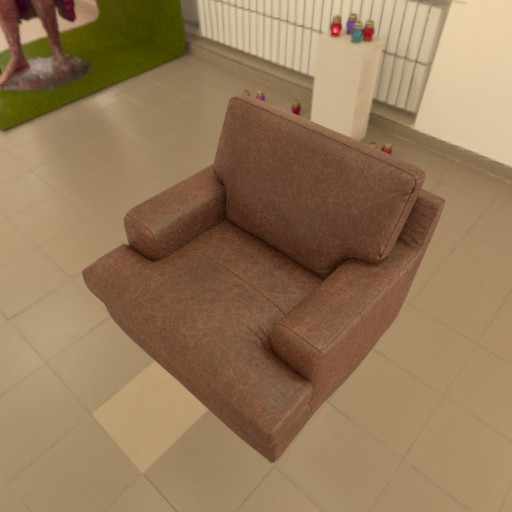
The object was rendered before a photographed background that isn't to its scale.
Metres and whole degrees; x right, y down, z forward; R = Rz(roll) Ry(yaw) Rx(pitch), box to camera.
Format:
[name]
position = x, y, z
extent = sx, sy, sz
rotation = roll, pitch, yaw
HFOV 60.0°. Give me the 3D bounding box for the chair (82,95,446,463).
[chair]
position = 0.000, 0.000, 1.990
extent = 1.168, 0.939, 1.143
rotation = 33, 54, 27
